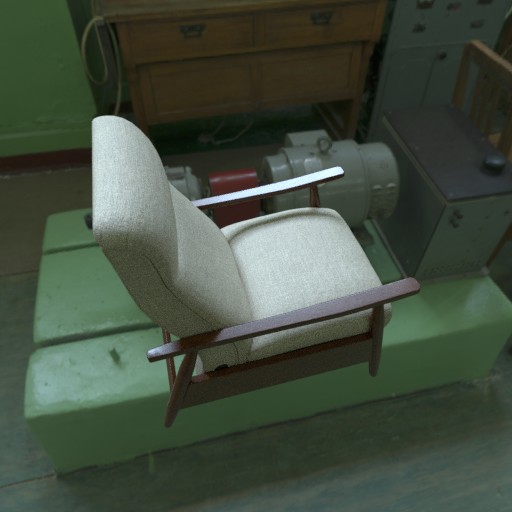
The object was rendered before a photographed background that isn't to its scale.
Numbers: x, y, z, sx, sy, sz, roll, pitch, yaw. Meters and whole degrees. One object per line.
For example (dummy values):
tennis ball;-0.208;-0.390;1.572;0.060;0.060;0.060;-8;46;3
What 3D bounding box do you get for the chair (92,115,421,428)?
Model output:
chair;0.000;0.000;1.783;1.014;1.082;0.762;-11;48;-10
